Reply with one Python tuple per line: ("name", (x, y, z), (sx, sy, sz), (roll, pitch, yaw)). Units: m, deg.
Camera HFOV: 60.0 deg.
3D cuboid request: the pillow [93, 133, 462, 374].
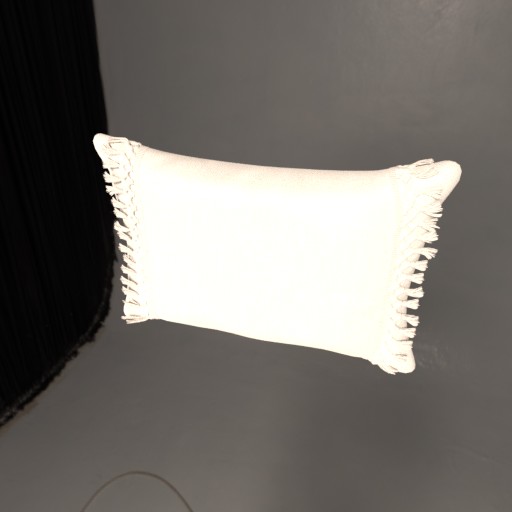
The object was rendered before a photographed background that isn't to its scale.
("pillow", (0.000, 0.000, 0.608), (0.466, 0.305, 0.084), (9, 29, 16))
